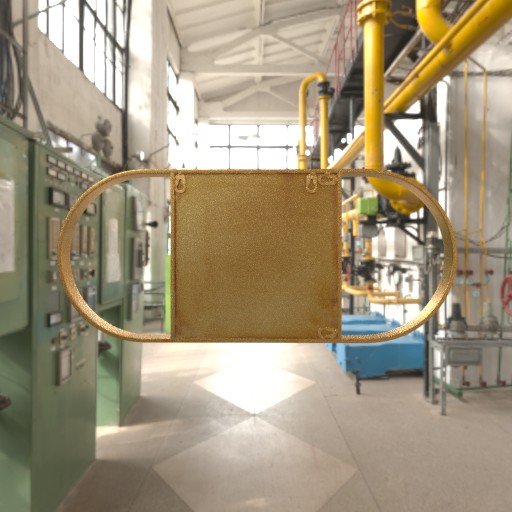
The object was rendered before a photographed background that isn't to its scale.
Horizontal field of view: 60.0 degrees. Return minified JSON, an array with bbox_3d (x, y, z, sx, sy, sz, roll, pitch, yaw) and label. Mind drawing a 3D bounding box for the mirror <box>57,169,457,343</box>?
[{"bbox_3d":[0.000,0.000,0.662,0.584,0.254,0.032,0,0,1],"label":"mirror"}]
